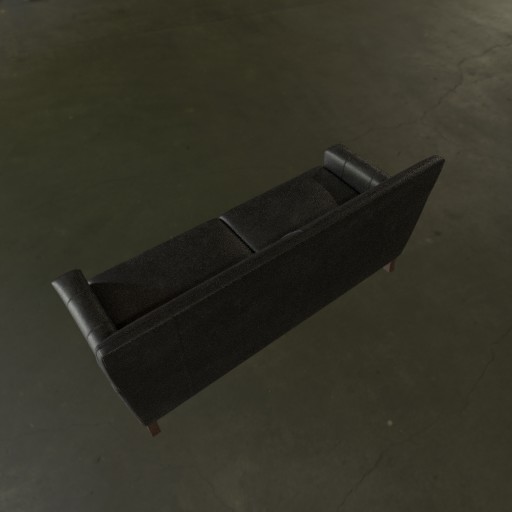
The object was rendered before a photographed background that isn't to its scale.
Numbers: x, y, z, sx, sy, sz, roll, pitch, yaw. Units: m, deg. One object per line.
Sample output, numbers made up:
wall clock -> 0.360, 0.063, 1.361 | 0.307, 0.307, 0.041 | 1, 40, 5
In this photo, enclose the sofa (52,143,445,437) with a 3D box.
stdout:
sofa -> 0.000, 0.000, 2.576 | 2.053, 0.947, 0.805 | -29, 54, -24
